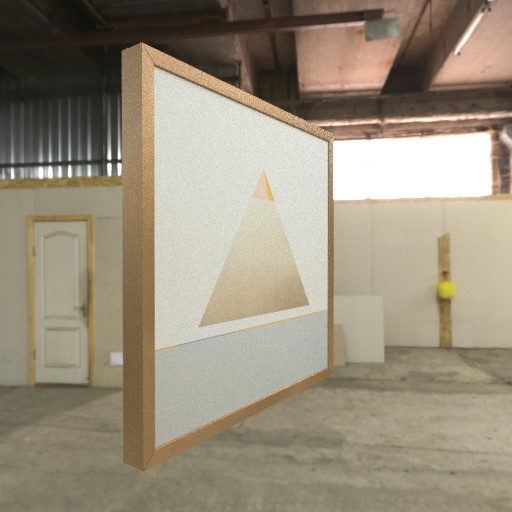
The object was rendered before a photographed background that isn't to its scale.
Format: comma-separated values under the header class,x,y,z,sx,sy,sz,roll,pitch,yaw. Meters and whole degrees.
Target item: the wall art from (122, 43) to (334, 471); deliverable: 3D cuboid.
class,x,y,z,sx,sy,sz,roll,pitch,yaw
wall art,0.000,0.000,0.746,0.038,0.511,0.513,1,1,36
